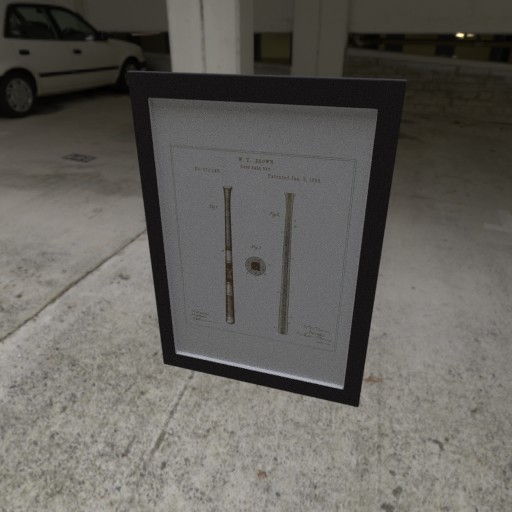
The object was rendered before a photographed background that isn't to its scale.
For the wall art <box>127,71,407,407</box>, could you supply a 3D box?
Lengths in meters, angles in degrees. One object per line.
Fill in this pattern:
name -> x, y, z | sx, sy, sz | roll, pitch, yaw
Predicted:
wall art -> 0.000, 0.000, 0.697 | 0.374, 0.529, 0.012 | 8, 29, 15
